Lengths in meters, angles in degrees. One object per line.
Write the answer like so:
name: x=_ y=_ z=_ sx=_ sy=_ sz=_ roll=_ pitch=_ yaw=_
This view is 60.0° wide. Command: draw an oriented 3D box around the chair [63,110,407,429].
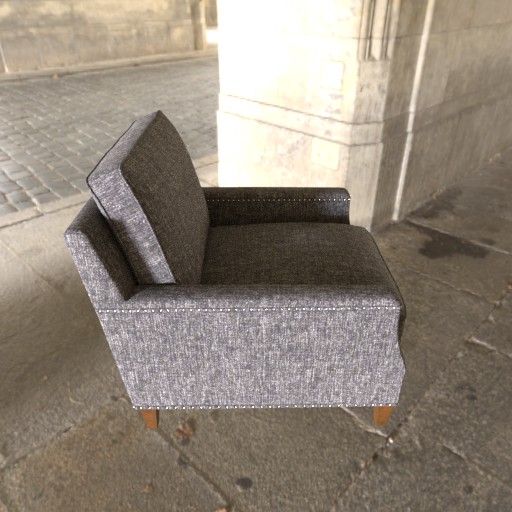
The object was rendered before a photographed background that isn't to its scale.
chair: x=0.000 y=0.000 z=1.674 sx=1.014 sy=0.943 sz=0.853 roll=0 pitch=31 yaw=-1
